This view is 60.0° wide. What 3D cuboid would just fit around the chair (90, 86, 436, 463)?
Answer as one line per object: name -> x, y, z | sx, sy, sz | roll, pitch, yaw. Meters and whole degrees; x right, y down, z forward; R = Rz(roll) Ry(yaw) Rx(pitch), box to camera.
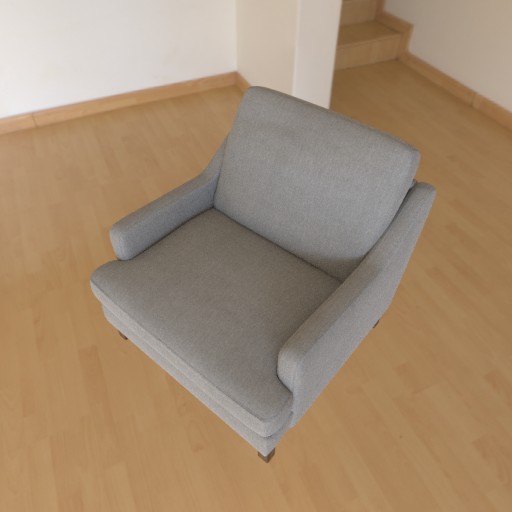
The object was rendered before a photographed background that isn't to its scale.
chair -> 0.000, 0.000, 1.551 | 0.826, 0.821, 0.892 | 32, 54, 26
